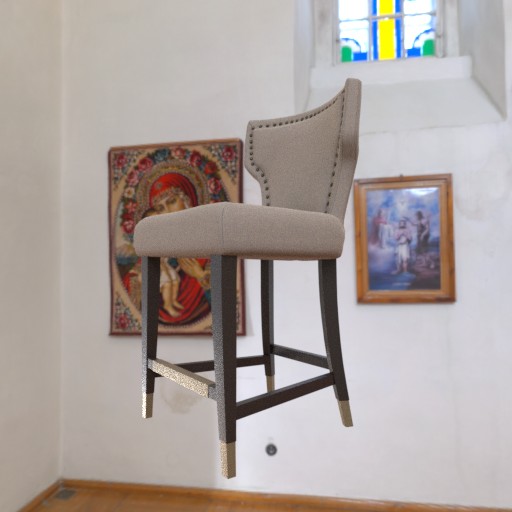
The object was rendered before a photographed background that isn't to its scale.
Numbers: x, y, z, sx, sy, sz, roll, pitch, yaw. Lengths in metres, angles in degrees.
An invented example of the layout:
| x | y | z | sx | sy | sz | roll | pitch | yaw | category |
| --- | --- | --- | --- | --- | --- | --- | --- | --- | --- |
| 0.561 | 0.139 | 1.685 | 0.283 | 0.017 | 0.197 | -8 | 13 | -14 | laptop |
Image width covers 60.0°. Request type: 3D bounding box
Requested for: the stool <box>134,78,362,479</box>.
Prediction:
| x | y | z | sx | sy | sz | roll | pitch | yaw | category |
| --- | --- | --- | --- | --- | --- | --- | --- | --- | --- |
| 0.000 | 0.000 | 1.312 | 0.563 | 0.982 | 0.527 | 1 | -1 | -36 | stool |
